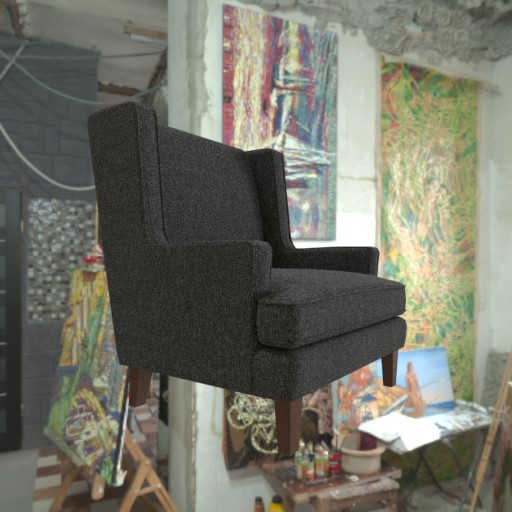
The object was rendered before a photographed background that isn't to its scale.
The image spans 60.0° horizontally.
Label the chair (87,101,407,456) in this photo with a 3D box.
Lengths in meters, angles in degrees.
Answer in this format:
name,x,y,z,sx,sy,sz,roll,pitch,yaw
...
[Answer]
name,x,y,z,sx,sy,sz,roll,pitch,yaw
chair,0.000,0.000,1.779,0.927,1.082,0.942,0,0,37
